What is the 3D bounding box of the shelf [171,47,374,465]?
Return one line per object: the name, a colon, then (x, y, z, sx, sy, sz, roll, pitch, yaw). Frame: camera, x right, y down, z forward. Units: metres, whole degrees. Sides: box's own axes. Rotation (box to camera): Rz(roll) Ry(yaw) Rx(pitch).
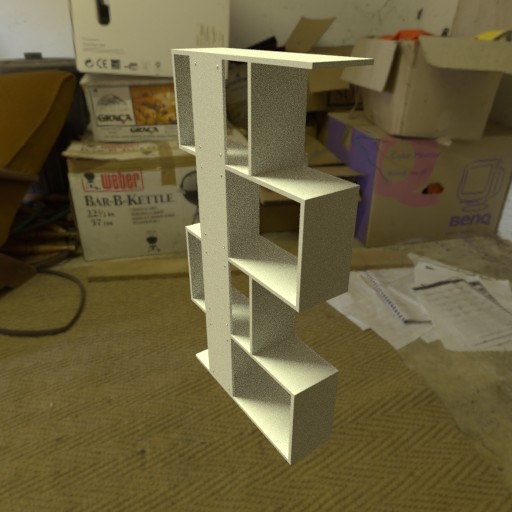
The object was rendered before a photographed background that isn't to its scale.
shelf: (0.000, 0.000, 1.981, 0.250, 1.650, 0.890, -18, 33, -31)
